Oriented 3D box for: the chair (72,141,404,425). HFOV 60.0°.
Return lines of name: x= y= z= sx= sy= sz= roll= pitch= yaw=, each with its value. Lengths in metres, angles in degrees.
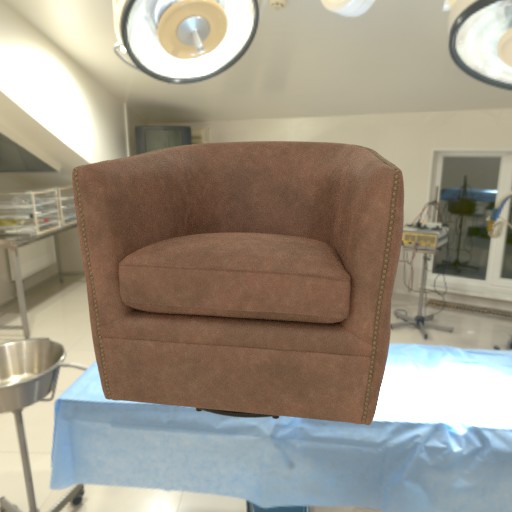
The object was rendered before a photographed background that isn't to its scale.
chair: x=0.000 y=0.000 z=1.545 sx=0.850 sy=0.790 sz=0.870 roll=2 pitch=14 yaw=9
